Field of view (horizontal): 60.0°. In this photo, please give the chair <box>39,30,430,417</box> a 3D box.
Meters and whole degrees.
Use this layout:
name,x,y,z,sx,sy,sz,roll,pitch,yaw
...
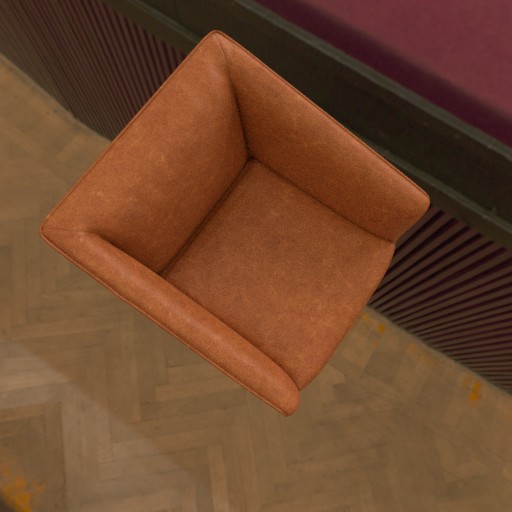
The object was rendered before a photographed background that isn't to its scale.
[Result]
name,x,y,z,sx,sy,sz,roll,pitch,yaw
chair,0.000,0.000,1.214,0.625,0.760,0.588,34,78,9
